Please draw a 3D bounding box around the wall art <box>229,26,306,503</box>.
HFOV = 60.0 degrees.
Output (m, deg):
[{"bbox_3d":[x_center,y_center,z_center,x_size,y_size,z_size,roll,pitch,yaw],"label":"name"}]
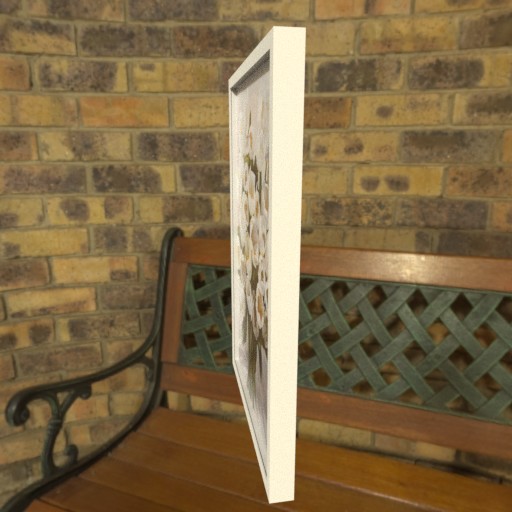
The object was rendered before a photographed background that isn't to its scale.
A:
[{"bbox_3d":[0.000,0.000,0.806,0.038,0.657,0.450,-2,14,-10],"label":"wall art"}]
